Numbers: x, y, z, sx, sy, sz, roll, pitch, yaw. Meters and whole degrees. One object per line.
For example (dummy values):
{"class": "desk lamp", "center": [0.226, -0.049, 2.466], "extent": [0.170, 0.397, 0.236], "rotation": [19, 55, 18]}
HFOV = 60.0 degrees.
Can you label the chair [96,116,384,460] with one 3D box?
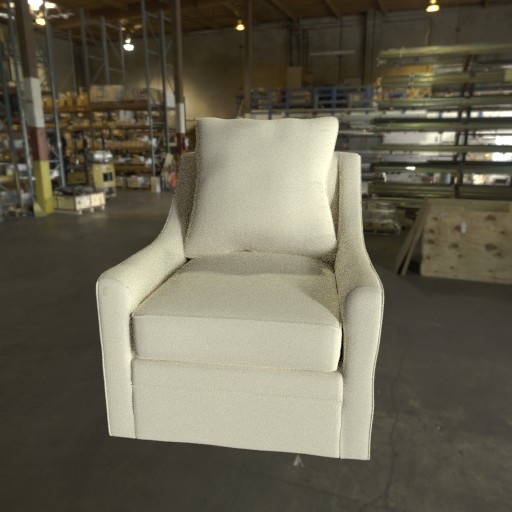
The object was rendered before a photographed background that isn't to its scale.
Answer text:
{"class": "chair", "center": [0.000, 0.000, 1.548], "extent": [0.756, 0.965, 0.876], "rotation": [2, 14, 8]}
